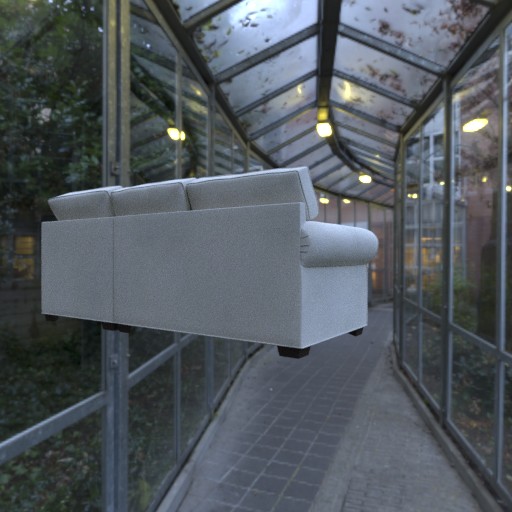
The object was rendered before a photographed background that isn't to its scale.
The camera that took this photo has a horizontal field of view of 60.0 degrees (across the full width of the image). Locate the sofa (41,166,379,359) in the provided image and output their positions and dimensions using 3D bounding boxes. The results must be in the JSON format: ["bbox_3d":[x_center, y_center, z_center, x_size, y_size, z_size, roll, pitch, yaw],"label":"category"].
[{"bbox_3d":[0.000,0.000,3.946,2.487,1.054,2.569,0,0,34],"label":"sofa"}]
